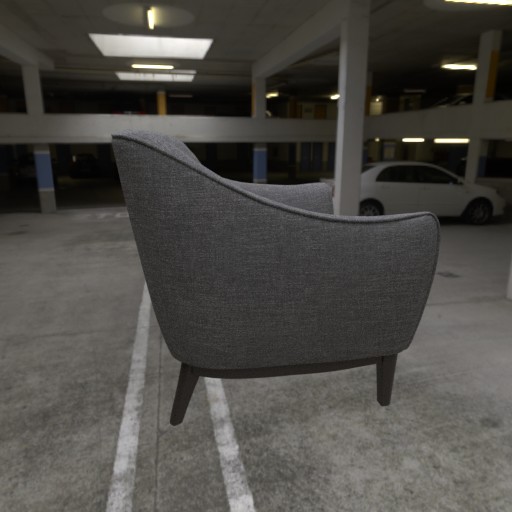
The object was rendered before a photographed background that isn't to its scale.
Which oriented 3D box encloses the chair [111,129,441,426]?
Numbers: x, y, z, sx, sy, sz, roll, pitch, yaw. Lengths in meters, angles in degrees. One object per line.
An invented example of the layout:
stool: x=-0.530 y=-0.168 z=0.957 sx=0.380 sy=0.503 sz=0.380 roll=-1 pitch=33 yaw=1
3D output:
chair: x=0.000 y=0.000 z=1.525 sx=0.851 sy=0.829 sz=0.870 roll=-3 pitch=15 yaw=-12
